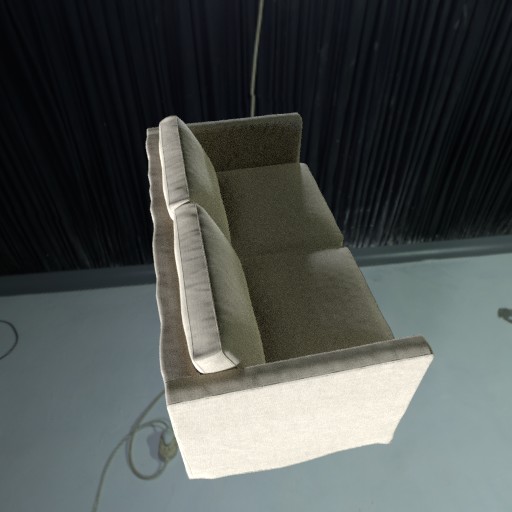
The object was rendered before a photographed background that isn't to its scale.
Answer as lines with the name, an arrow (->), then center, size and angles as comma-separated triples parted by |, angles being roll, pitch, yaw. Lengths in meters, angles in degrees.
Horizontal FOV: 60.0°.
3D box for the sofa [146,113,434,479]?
sofa -> 0.000, 0.000, 2.237 | 0.956, 0.828, 1.766 | -8, 46, -8
